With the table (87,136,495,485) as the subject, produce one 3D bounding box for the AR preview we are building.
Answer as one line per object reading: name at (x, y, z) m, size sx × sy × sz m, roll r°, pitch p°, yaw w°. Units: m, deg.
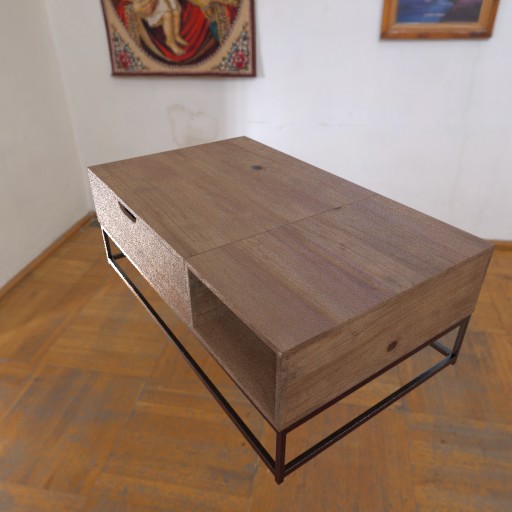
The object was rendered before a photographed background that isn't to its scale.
table at (0.000, 0.000, 1.402) m, size 0.655 × 0.395 × 1.101 m, roll -20°, pitch 37°, yaw -29°
